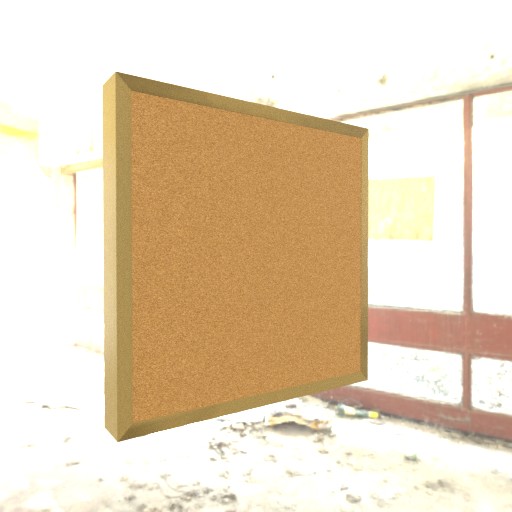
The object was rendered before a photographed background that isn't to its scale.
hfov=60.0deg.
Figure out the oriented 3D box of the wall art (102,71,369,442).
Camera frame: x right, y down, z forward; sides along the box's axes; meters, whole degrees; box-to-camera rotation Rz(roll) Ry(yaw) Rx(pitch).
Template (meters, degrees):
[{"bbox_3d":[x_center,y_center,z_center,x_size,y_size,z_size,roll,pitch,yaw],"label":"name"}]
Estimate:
[{"bbox_3d":[0.000,0.000,0.466,0.304,0.305,0.038,-1,1,-35],"label":"wall art"}]
